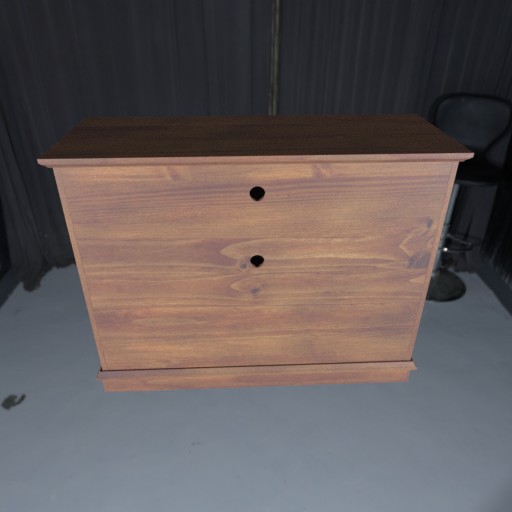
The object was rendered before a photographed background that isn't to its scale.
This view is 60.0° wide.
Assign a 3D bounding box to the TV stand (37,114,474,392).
[{"bbox_3d":[0.000,0.000,1.464,1.067,0.813,0.406,-1,31,-2],"label":"TV stand"}]
